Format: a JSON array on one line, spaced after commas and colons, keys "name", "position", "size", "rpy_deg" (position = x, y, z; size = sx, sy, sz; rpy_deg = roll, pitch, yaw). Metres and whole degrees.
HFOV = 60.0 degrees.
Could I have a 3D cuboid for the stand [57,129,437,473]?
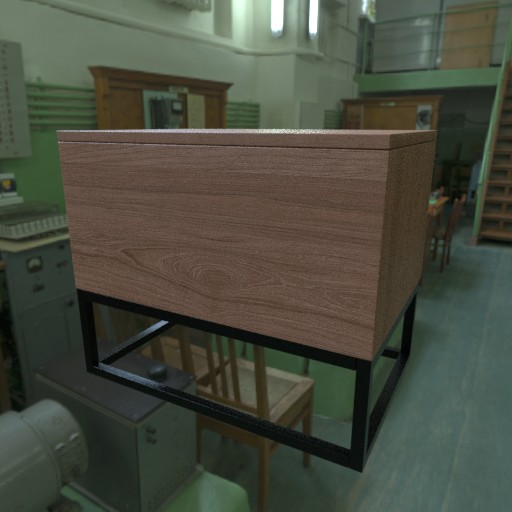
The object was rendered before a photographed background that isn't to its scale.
[{"name": "stand", "position": [0.000, 0.000, 0.918], "size": [0.600, 0.500, 0.420], "rpy_deg": [9, 19, 27]}]
